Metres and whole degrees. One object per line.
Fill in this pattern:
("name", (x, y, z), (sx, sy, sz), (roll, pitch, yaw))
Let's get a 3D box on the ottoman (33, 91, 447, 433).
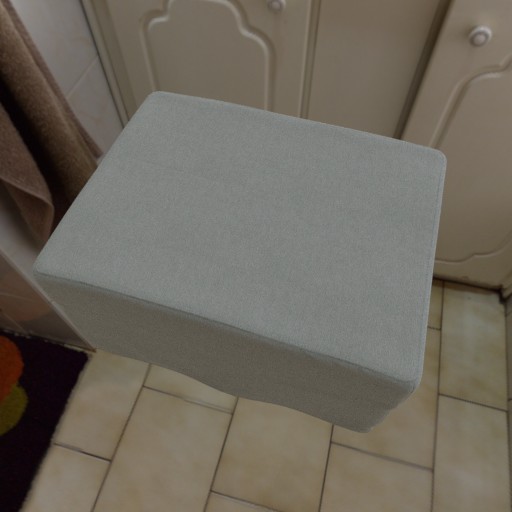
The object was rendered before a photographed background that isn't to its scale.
("ottoman", (0.000, 0.000, 1.204), (0.833, 0.461, 0.648), (15, 59, 9))
